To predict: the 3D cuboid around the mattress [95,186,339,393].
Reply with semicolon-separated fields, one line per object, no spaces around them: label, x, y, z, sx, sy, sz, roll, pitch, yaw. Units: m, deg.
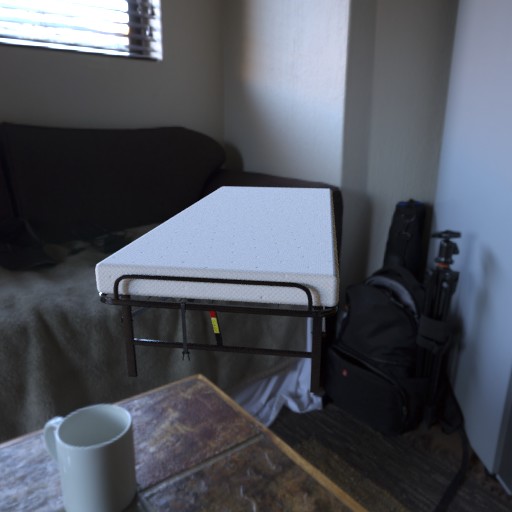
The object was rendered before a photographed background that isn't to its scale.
mattress;0.000;0.000;2.606;0.922;0.519;2.153;3;17;8
